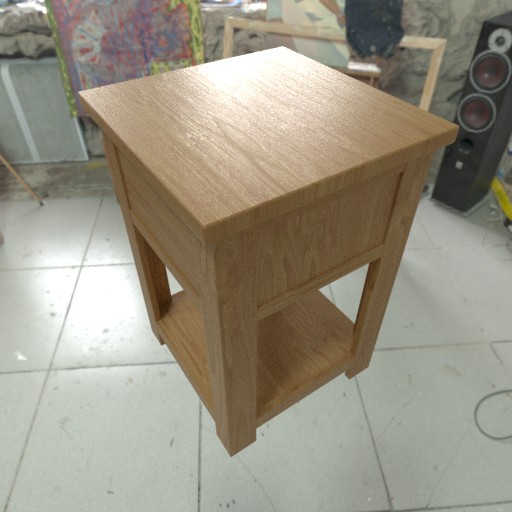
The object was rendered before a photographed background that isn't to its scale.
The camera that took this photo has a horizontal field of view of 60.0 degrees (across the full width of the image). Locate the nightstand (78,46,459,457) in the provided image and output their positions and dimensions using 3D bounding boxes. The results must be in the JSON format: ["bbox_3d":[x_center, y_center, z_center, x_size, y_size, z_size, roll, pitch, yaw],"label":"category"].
[{"bbox_3d":[0.000,0.000,0.885,0.418,0.614,0.428,-24,48,-24],"label":"nightstand"}]
